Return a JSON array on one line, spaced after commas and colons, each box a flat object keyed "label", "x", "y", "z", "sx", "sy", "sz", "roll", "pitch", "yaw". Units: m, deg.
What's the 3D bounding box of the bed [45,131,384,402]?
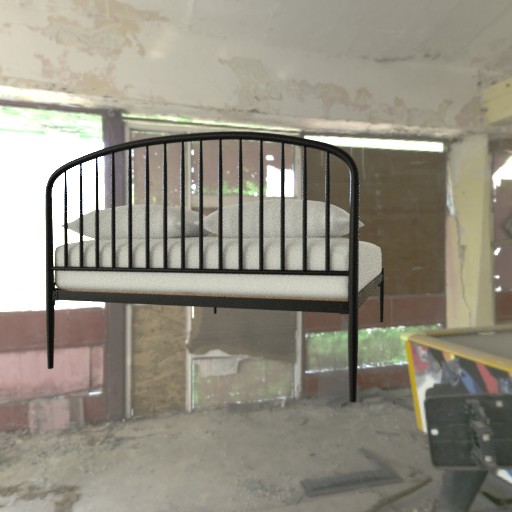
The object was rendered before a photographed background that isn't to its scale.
[{"label": "bed", "x": 0.000, "y": 0.000, "z": 3.081, "sx": 1.618, "sy": 1.166, "sz": 2.159, "roll": 0, "pitch": 1, "yaw": 19}]
